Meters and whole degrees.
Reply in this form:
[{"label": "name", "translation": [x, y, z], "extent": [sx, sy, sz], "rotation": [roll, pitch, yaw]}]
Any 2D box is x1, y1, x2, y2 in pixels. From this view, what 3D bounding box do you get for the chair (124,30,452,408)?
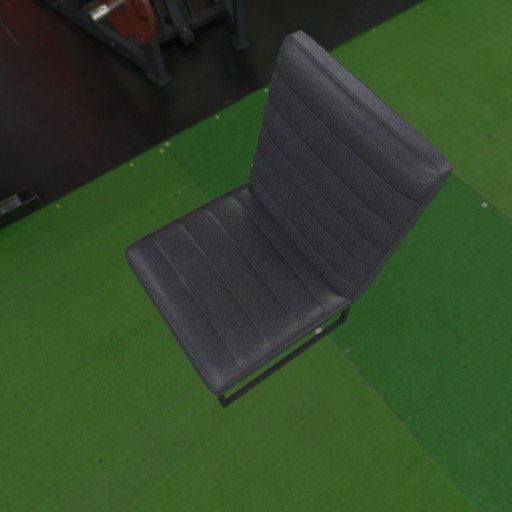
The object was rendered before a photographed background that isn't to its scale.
[{"label": "chair", "translation": [0.000, 0.000, 1.289], "extent": [0.634, 0.930, 0.520], "rotation": [-32, 67, -15]}]
